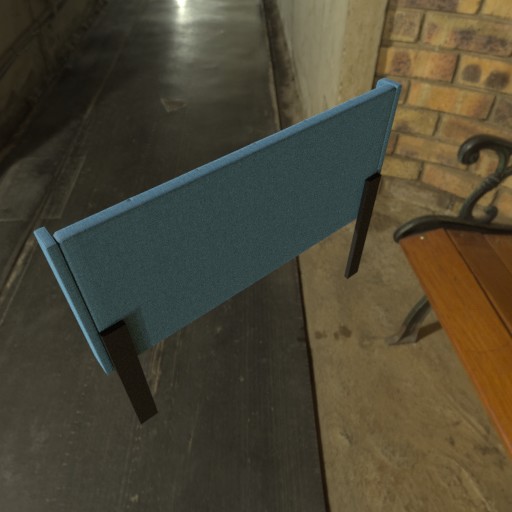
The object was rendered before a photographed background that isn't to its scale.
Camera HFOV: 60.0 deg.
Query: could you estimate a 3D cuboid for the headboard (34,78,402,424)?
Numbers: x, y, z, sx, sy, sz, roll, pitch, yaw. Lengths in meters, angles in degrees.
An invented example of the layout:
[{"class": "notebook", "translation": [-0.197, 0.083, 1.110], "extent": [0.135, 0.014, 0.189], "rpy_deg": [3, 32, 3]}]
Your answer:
[{"class": "headboard", "translation": [0.000, 0.000, 2.626], "extent": [2.051, 1.524, 0.184], "rpy_deg": [-31, 54, -26]}]
